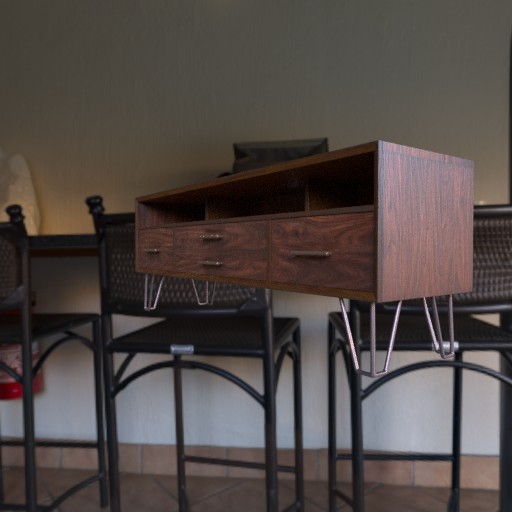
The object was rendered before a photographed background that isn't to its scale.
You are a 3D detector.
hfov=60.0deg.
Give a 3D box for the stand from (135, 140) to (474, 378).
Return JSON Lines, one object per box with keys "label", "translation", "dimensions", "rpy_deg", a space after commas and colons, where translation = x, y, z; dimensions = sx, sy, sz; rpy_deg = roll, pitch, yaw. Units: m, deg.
{"label": "stand", "translation": [0.000, 0.000, 1.890], "dimensions": [0.481, 0.610, 1.626], "rpy_deg": [-1, 2, -36]}
